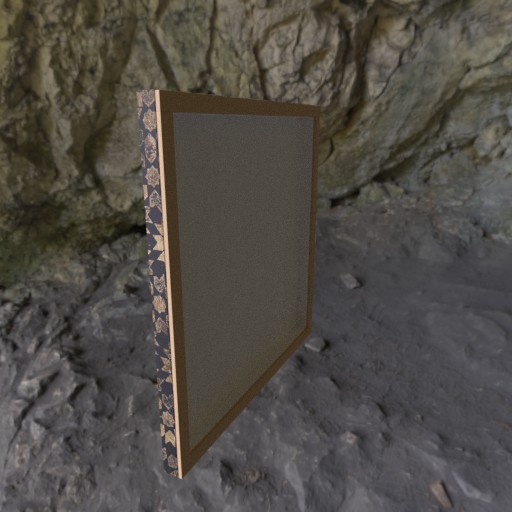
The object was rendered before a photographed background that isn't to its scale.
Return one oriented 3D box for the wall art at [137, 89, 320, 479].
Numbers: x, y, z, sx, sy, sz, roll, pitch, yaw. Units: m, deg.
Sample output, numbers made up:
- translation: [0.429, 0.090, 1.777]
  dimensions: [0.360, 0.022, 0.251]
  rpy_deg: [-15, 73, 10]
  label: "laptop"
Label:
- translation: [0.000, 0.000, 0.920]
  dimensions: [0.038, 0.612, 0.612]
  rpy_deg: [8, 19, 26]
  label: "wall art"
